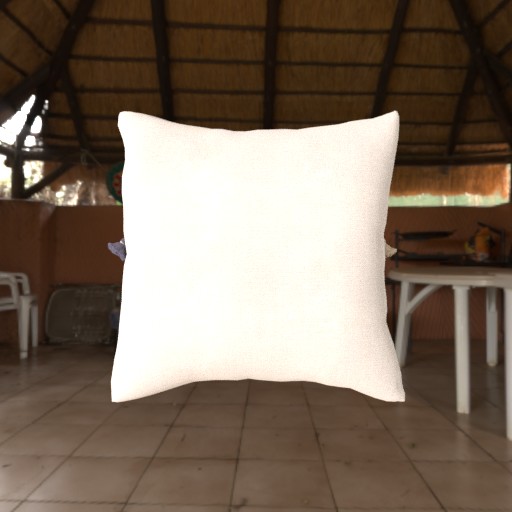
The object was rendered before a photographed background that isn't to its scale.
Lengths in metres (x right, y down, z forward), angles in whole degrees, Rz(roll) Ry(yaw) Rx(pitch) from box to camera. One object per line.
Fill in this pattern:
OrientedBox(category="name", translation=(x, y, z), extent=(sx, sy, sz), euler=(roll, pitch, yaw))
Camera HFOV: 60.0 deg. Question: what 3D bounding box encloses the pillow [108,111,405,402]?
OrientedBox(category="pillow", translation=(0.000, 0.000, 0.749), extent=(0.489, 0.481, 0.165), euler=(0, -1, 1))
